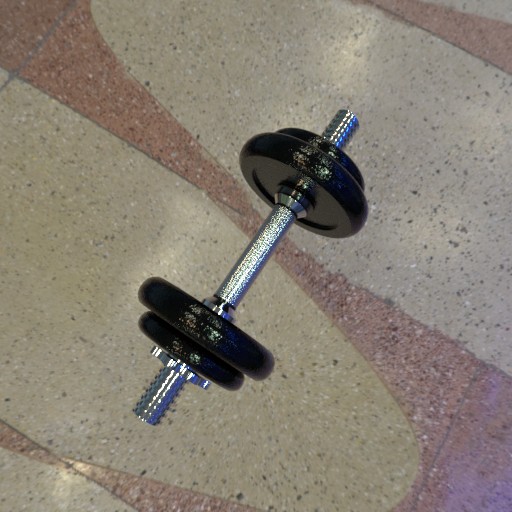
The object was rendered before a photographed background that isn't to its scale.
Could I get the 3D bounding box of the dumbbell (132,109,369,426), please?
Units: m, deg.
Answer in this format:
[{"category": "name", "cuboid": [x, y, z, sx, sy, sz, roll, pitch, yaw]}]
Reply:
[{"category": "dumbbell", "cuboid": [0.000, 0.000, 0.600, 0.202, 0.202, 0.497, 32, 78, 8]}]
